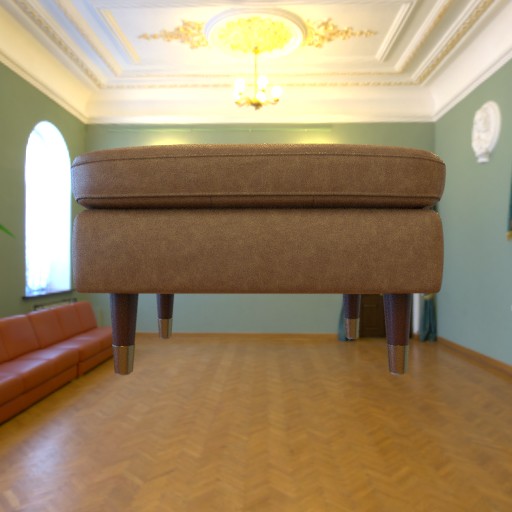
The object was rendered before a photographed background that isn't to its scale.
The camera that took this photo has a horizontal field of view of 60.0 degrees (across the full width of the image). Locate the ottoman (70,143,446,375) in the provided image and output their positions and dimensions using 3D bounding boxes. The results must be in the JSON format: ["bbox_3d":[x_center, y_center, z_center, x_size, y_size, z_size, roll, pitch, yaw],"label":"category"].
[{"bbox_3d":[0.000,0.000,1.102,0.747,0.478,0.593,0,-1,0],"label":"ottoman"}]
